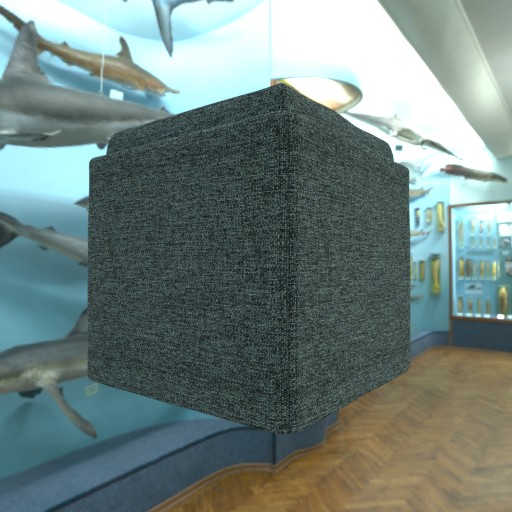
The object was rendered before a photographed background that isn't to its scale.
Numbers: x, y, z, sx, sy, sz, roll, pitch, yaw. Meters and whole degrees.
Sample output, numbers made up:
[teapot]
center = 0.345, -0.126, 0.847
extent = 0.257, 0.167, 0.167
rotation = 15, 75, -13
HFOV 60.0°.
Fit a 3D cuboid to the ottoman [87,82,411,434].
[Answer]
[ottoman]
center = 0.000, 0.000, 0.839
extent = 0.450, 0.463, 0.450
rotation = -1, -1, 38
